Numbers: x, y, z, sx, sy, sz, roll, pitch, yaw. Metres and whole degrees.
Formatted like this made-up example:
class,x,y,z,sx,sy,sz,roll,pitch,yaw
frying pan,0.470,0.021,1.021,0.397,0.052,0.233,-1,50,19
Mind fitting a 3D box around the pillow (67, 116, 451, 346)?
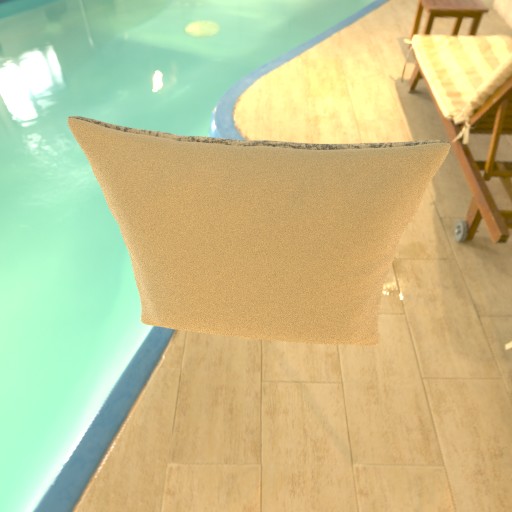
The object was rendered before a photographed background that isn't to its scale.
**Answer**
class,x,y,z,sx,sy,sz,roll,pitch,yaw
pillow,0.000,0.000,0.780,0.523,0.510,0.166,5,48,5
